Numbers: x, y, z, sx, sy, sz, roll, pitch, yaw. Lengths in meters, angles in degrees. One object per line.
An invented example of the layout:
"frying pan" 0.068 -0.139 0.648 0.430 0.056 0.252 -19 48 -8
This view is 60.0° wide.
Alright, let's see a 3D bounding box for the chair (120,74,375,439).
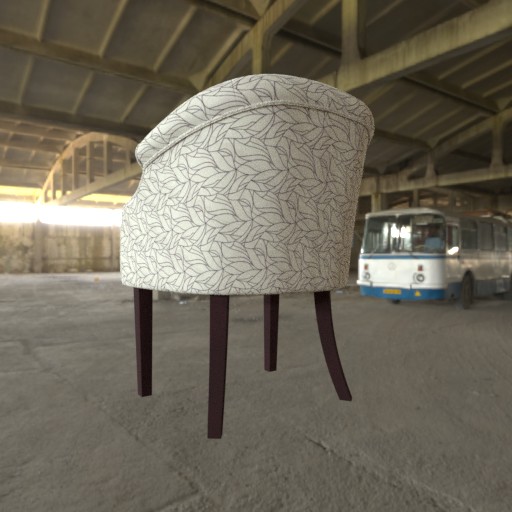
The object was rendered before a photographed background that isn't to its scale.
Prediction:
"chair" 0.000 0.000 1.310 0.686 0.858 0.613 0 0 -36
